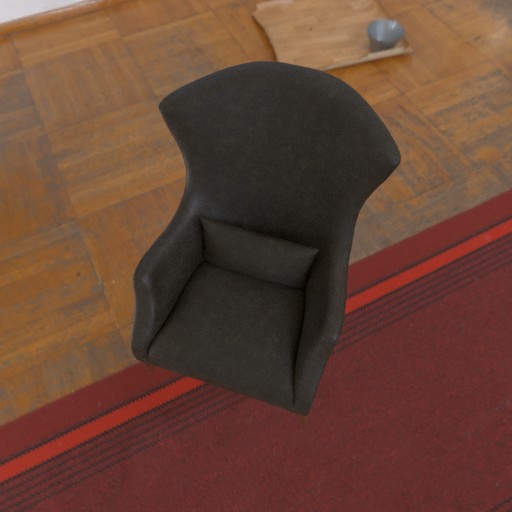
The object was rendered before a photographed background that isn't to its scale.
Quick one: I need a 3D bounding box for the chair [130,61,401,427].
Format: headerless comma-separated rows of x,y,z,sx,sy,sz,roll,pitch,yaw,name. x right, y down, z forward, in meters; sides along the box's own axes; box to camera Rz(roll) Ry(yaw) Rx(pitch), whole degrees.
0.000,0.000,1.751,0.819,1.068,0.954,16,60,9,chair
